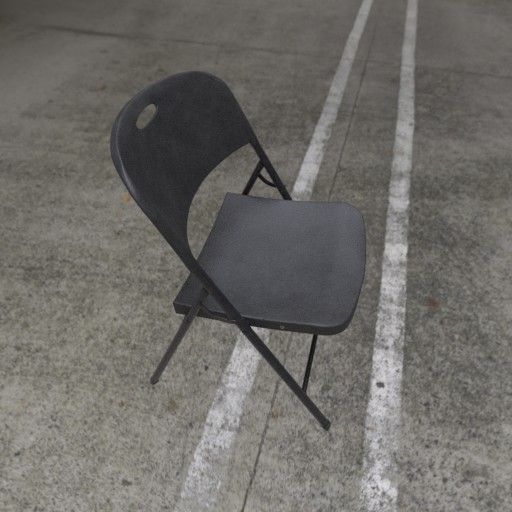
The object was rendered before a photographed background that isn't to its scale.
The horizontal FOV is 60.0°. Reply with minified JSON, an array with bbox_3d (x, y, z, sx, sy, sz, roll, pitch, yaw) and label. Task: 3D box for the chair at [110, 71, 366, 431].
[{"bbox_3d":[0.000,0.000,1.175,0.566,0.810,0.494,11,49,10],"label":"chair"}]
